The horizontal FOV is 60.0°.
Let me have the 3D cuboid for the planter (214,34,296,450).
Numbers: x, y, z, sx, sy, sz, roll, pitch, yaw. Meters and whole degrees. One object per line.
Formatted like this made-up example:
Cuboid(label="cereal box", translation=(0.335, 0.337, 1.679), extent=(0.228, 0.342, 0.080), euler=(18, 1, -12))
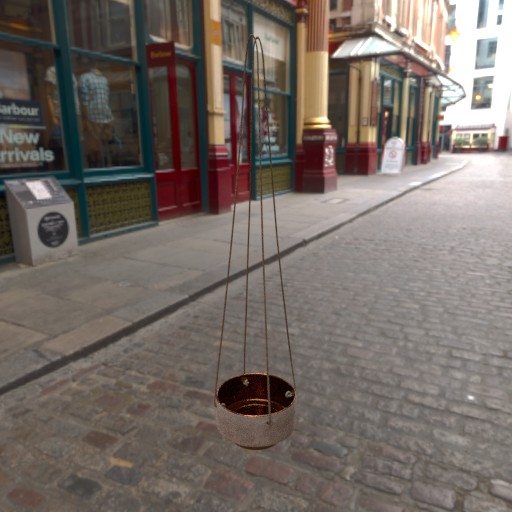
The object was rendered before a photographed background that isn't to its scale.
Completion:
Cuboid(label="planter", translation=(0.000, 0.000, 1.131), extent=(0.223, 1.030, 0.223), euler=(7, 16, 27))
